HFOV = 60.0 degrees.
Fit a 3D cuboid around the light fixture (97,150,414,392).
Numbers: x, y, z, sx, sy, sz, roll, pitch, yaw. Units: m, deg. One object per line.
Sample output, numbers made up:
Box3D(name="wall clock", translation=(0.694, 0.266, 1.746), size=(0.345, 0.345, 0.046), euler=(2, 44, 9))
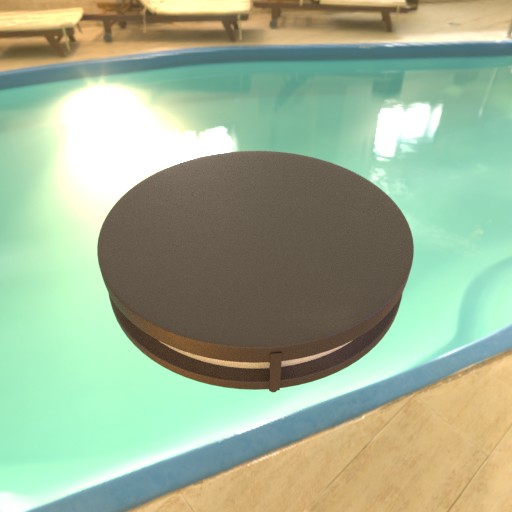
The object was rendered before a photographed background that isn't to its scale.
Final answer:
Box3D(name="light fixture", translation=(0.000, 0.000, 0.546), size=(0.356, 0.102, 0.356), euler=(0, 41, 0))
